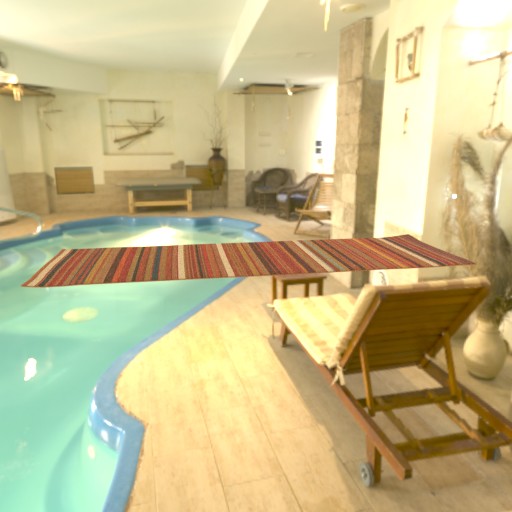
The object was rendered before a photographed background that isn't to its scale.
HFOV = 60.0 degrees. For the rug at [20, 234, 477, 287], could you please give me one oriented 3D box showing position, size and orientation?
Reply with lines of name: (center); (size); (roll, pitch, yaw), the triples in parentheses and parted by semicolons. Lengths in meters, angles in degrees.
rug: (0.000, 0.000, 2.713); (2.444, 0.030, 0.799); (-2, 15, -9)
